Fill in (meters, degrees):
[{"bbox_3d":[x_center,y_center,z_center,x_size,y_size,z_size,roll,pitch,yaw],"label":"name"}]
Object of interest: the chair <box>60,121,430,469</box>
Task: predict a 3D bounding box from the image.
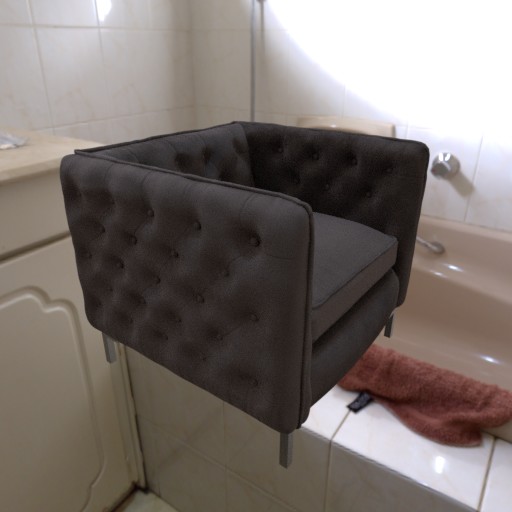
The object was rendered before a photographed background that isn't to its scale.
[{"bbox_3d":[0.000,0.000,1.622,0.913,0.807,0.946,17,30,32],"label":"chair"}]
